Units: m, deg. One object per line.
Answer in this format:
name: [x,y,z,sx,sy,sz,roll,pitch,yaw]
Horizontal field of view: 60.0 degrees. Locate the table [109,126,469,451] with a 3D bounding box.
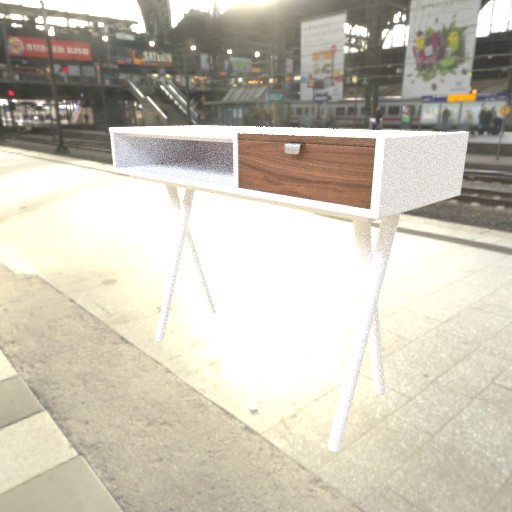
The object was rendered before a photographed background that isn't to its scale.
table: [0.000,0.000,1.427,0.418,0.785,1.066,-17,24,-42]
